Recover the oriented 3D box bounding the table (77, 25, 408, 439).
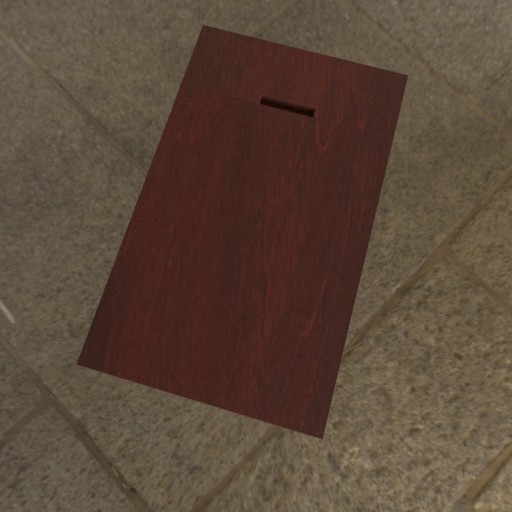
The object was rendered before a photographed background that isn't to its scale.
[{"bbox_3d":[0.000,0.000,0.972,0.356,0.612,0.584,16,77,4],"label":"table"}]
